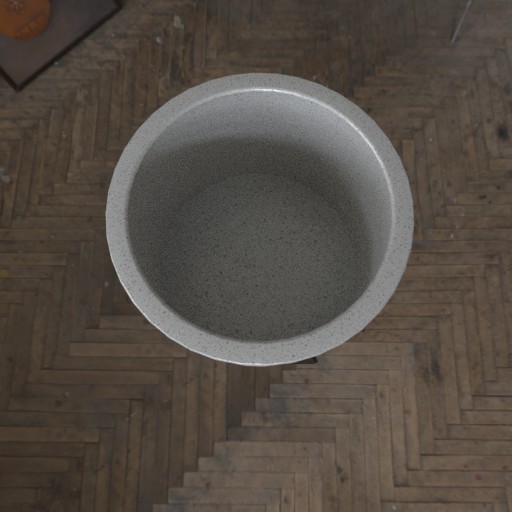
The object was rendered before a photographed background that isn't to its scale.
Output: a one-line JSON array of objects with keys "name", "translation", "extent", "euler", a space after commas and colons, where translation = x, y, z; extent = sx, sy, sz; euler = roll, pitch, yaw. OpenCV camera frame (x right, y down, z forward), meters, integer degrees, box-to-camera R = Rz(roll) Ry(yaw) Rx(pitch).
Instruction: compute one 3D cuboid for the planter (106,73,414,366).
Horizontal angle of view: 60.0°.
[{"name": "planter", "translation": [0.000, 0.000, 0.743], "extent": [0.368, 0.484, 0.359], "euler": [6, 76, 2]}]
